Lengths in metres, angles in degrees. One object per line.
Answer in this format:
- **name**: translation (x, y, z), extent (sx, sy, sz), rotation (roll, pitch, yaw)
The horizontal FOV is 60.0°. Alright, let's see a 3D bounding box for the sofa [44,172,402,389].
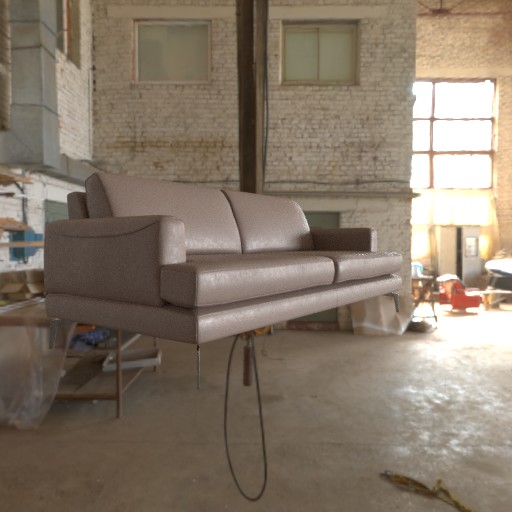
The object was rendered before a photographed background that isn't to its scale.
- **sofa**: translation (0.000, 0.000, 2.403), extent (0.974, 0.765, 1.940), rotation (1, 2, 36)
